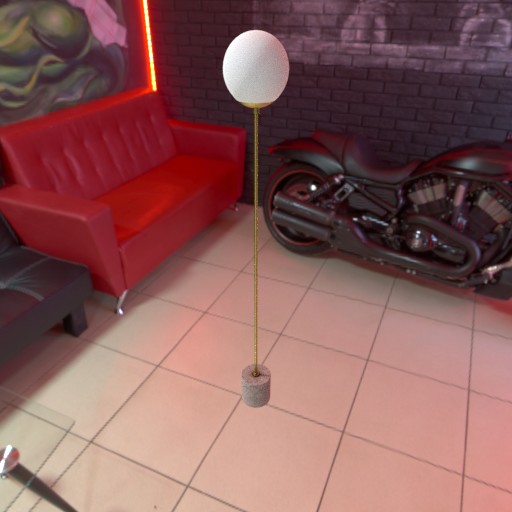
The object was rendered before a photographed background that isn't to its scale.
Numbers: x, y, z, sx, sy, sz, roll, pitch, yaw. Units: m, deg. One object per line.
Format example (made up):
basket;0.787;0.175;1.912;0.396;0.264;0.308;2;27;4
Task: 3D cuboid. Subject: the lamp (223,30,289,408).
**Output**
lamp;0.000;0.000;1.922;0.229;1.748;0.229;-18;35;-28
